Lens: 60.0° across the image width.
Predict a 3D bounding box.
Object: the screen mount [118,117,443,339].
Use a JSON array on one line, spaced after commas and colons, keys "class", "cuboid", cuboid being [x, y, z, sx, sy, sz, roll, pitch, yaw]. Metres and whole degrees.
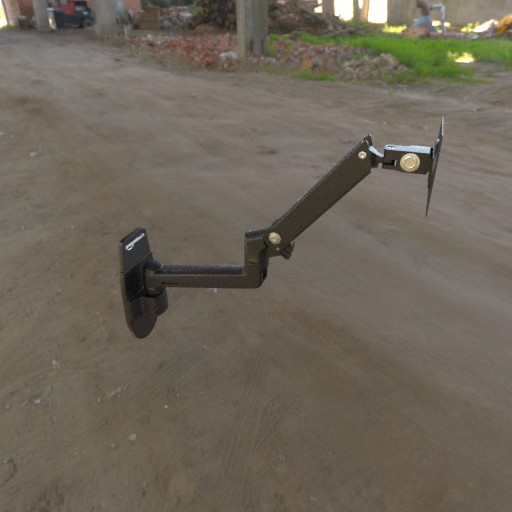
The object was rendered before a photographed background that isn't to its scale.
[{"class": "screen mount", "cuboid": [0.000, 0.000, 0.738, 0.495, 0.466, 0.115, 10, 31, 18]}]
